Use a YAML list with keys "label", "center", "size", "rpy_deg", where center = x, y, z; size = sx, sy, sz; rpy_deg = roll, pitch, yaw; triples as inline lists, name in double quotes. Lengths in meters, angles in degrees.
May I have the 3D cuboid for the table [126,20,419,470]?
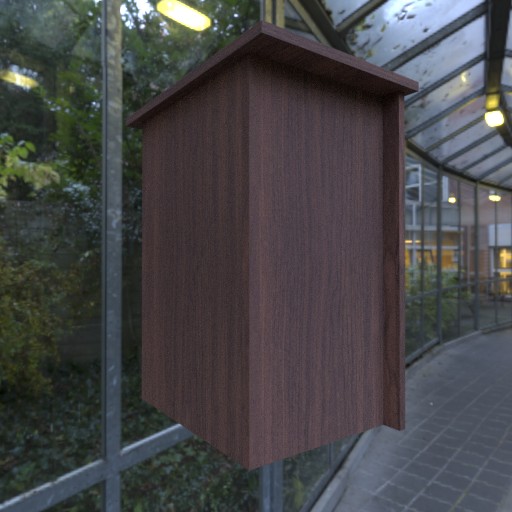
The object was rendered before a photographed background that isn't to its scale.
- label: "table"
  center: [0.000, 0.000, 1.028]
  size: [0.406, 0.711, 0.589]
  rpy_deg: [0, -1, -36]
